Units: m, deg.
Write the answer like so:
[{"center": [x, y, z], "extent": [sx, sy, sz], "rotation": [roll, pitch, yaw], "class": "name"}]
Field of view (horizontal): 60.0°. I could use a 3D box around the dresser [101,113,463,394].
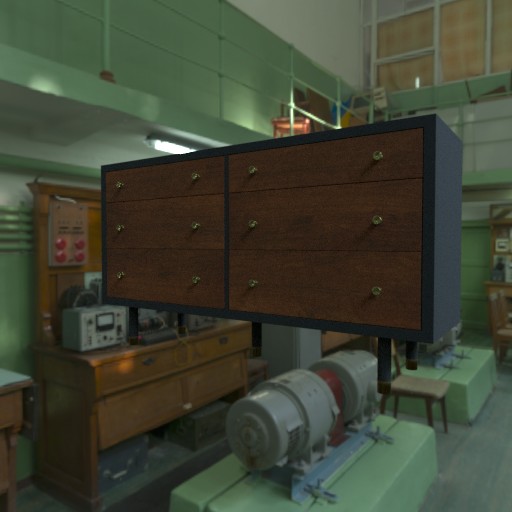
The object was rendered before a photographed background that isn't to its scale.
[{"center": [0.000, 0.000, 1.920], "extent": [1.558, 0.872, 0.463], "rotation": [1, 2, 34], "class": "dresser"}]
